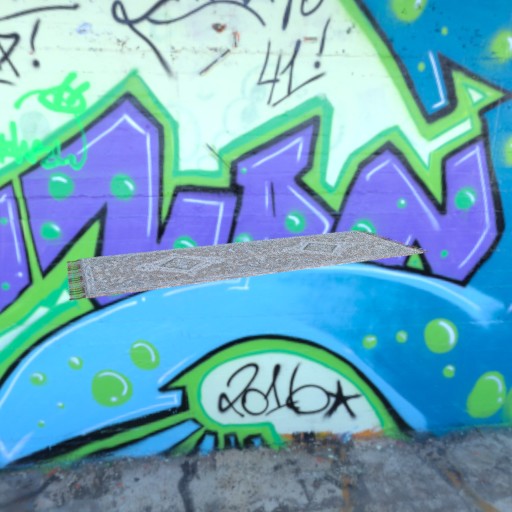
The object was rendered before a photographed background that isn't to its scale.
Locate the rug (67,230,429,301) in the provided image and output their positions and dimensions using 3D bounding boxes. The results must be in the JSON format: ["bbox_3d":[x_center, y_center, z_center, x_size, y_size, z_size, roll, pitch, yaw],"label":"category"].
[{"bbox_3d":[0.000,0.000,2.894,2.378,0.018,1.324,-2,16,-7],"label":"rug"}]
